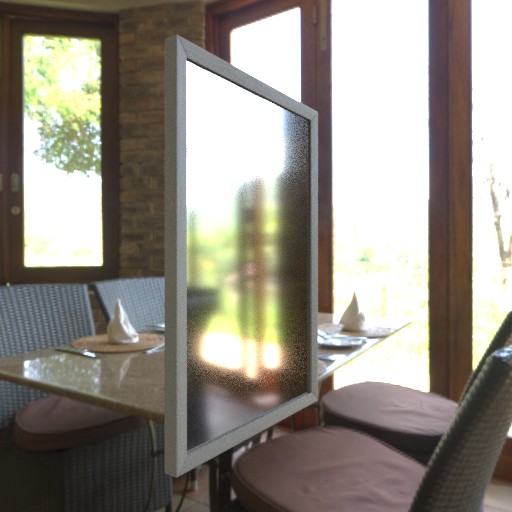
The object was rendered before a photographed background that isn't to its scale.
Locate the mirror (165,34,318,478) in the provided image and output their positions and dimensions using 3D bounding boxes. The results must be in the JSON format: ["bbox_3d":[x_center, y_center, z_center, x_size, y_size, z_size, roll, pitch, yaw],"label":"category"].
[{"bbox_3d":[0.000,0.000,1.170,0.040,0.915,0.609,0,0,36],"label":"mirror"}]
